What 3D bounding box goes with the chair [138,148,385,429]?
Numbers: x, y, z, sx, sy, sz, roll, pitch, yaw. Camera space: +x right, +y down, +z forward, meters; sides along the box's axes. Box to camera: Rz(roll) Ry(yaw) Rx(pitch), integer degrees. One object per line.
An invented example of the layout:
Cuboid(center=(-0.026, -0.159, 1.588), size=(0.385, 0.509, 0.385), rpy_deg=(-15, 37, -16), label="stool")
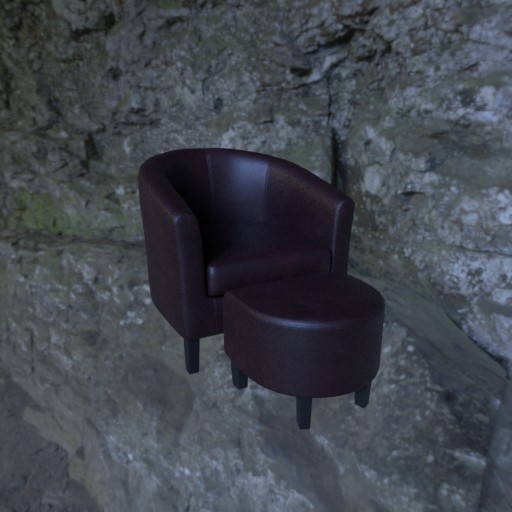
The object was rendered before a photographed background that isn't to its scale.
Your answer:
Cuboid(center=(0.000, 0.000, 1.688), size=(0.737, 0.755, 1.176), rpy_deg=(-8, 18, -26), label="chair")
